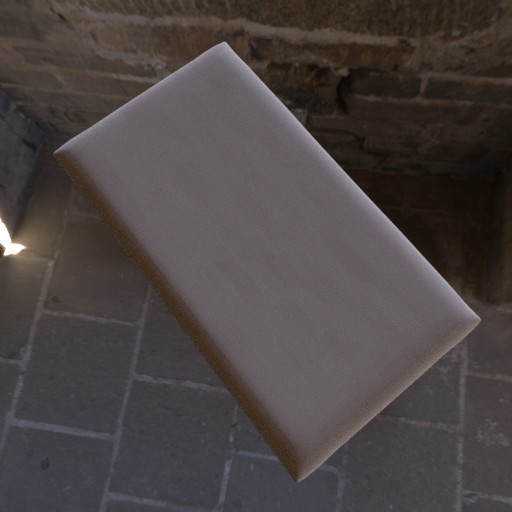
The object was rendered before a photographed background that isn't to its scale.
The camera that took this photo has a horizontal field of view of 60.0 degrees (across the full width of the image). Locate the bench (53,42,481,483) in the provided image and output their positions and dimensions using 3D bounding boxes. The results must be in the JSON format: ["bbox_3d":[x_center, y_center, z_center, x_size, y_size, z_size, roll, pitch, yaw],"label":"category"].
[{"bbox_3d":[0.000,0.000,1.154,0.500,0.449,0.887,-37,78,-9],"label":"bench"}]
